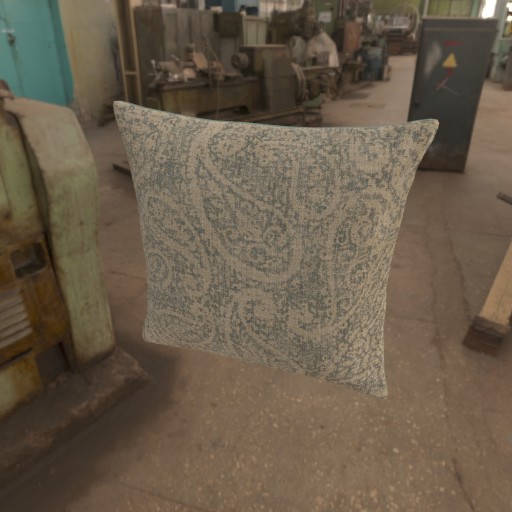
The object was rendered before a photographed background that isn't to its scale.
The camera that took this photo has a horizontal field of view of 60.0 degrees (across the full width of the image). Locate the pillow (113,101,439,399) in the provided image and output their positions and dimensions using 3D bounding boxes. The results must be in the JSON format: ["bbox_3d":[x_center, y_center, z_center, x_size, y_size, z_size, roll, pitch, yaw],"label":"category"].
[{"bbox_3d":[0.000,0.000,0.794,0.526,0.507,0.166,9,29,17],"label":"pillow"}]
